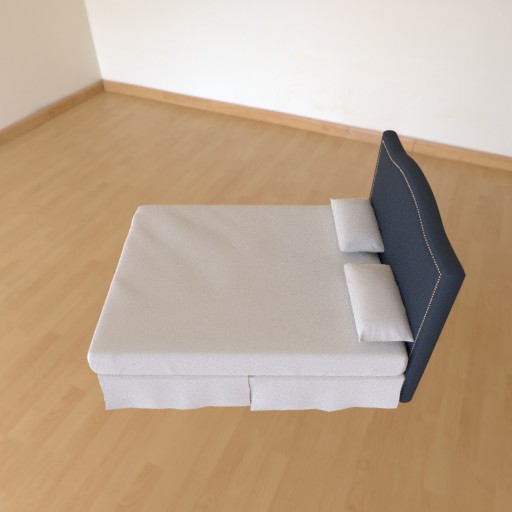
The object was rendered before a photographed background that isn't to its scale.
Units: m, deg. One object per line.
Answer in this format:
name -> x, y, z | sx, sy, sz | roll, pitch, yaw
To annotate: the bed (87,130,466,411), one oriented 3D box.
bed -> 0.000, 0.000, 3.437 | 2.282, 1.436, 1.821 | 0, 42, 0
